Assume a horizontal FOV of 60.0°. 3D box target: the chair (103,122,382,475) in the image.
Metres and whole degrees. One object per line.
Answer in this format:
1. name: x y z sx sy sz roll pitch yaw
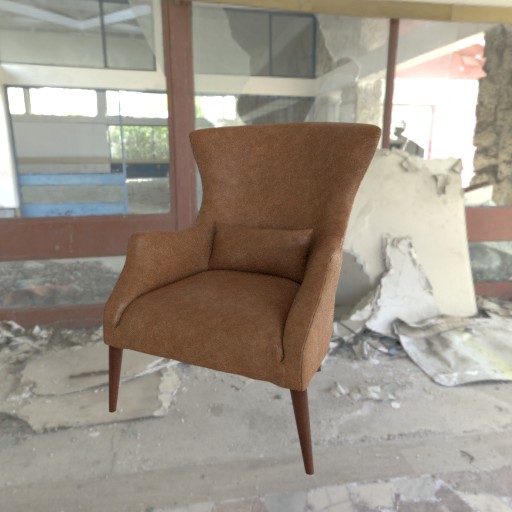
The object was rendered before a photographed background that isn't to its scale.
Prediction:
1. chair: 0.000 0.000 1.757 0.846 1.067 0.955 6 15 25
